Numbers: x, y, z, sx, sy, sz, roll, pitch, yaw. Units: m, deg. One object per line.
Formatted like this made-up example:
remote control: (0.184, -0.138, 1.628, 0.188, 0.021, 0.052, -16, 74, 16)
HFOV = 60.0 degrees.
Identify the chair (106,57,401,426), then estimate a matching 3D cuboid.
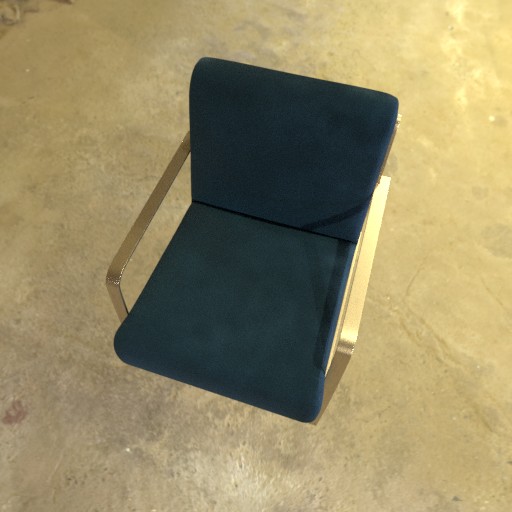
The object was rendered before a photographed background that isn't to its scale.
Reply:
chair: (0.000, 0.000, 1.434, 0.692, 0.831, 0.859, 15, 60, 9)
